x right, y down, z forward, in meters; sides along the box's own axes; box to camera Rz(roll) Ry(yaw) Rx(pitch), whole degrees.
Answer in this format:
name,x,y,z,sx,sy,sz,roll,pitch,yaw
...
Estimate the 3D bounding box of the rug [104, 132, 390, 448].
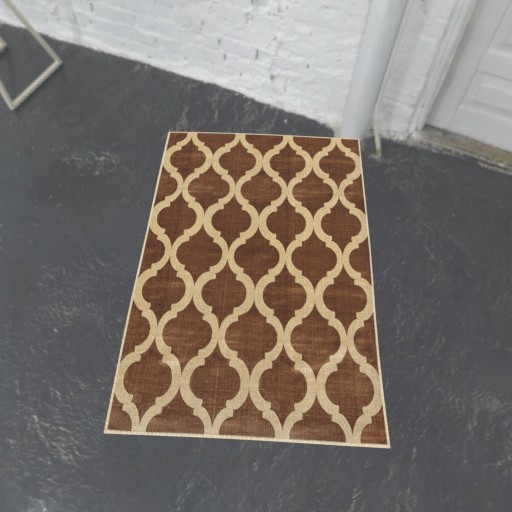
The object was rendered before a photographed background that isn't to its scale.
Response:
name,x,y,z,sx,sy,sz,roll,pitch,yaw
rug,0.000,0.000,2.928,1.522,0.008,2.284,2,58,1
